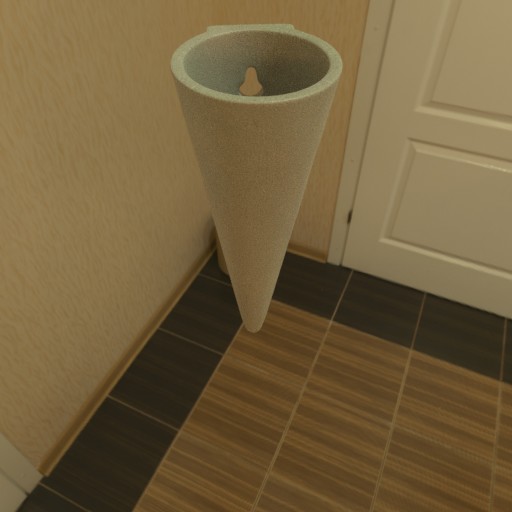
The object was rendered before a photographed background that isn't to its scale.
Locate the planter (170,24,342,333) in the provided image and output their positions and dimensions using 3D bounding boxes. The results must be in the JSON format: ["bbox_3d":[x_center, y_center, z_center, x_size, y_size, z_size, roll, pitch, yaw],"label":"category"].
[{"bbox_3d":[0.000,0.000,0.217,0.057,0.191,0.064,-3,46,-3],"label":"planter"}]
